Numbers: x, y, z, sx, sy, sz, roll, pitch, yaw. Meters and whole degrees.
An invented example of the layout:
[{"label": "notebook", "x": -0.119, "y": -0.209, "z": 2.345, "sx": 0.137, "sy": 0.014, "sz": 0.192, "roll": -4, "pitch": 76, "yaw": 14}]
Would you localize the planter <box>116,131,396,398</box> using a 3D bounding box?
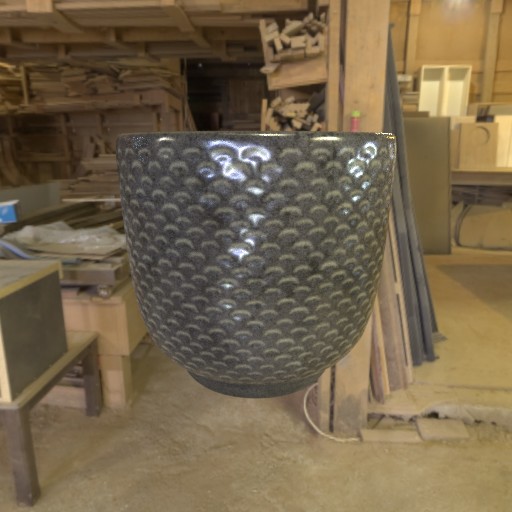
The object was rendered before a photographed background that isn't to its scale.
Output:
[{"label": "planter", "x": 0.000, "y": 0.000, "z": 0.244, "sx": 0.140, "sy": 0.129, "sz": 0.140, "roll": 0, "pitch": 14, "yaw": 0}]
